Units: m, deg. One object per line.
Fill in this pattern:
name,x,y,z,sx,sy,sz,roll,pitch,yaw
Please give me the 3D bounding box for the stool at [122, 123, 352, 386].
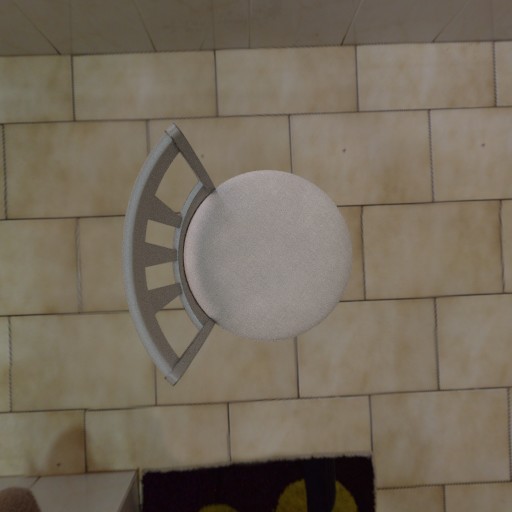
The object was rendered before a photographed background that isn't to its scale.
stool,0.000,0.000,1.245,0.486,0.994,0.450,0,90,-2
